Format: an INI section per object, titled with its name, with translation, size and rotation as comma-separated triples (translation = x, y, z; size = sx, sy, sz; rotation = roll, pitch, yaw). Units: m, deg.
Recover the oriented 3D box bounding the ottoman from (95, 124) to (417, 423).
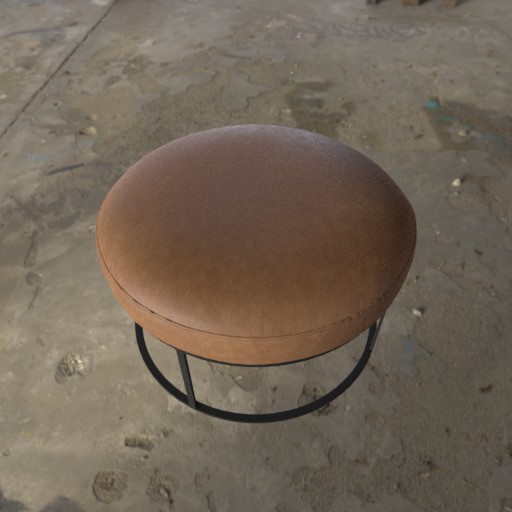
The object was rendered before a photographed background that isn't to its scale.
[ottoman]
translation = 0.000, 0.000, 1.210
size = 0.771, 0.460, 0.771
rotation = 0, 46, 0
